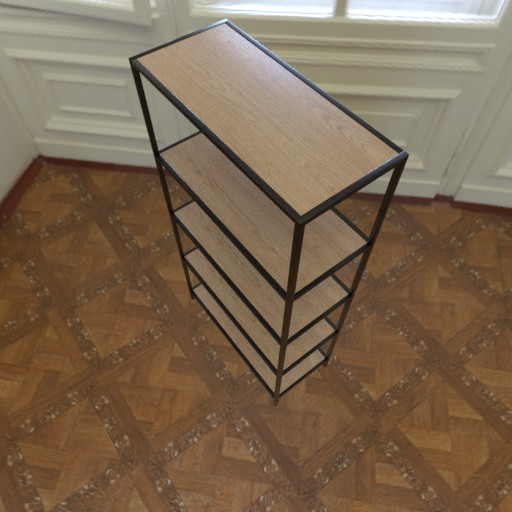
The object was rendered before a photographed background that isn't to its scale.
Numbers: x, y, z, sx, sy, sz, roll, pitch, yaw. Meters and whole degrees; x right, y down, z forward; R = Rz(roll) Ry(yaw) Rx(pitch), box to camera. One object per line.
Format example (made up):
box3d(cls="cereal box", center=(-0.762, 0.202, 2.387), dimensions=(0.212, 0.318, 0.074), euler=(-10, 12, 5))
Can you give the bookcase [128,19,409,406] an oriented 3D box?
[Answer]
box3d(cls="bookcase", center=(0.000, 0.000, 1.811), dimensions=(0.350, 1.500, 0.770), euler=(-33, 62, -20))
